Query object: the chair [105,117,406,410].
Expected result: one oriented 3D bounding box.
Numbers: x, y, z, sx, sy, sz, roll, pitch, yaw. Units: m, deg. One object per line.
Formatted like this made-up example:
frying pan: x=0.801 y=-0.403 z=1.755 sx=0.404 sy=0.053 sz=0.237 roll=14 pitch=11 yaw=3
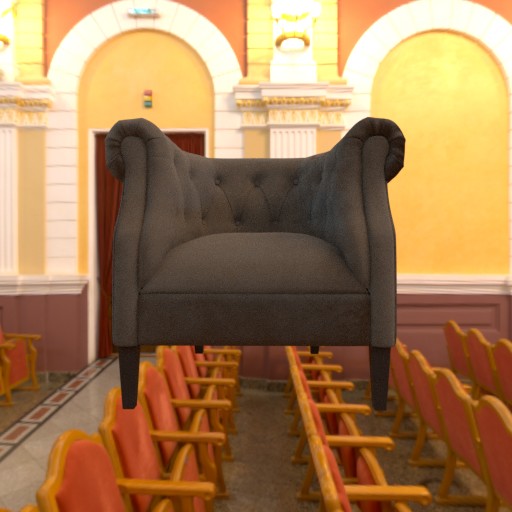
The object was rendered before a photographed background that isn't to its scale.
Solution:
chair: x=0.000 y=0.000 z=1.589 sx=0.904 sy=0.826 sz=0.851 roll=0 pitch=1 yaw=1
